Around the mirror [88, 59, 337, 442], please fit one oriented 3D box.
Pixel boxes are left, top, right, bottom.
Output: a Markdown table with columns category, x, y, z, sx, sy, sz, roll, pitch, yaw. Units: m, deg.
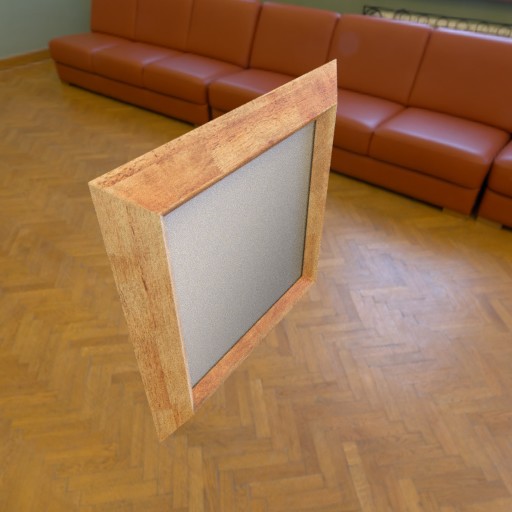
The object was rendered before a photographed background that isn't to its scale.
| category | x | y | z | sx | sy | sz | roll | pitch | yaw |
| --- | --- | --- | --- | --- | --- | --- | --- | --- | --- |
| mirror | 0.000 | 0.000 | 0.955 | 0.047 | 0.651 | 0.651 | 25 | 46 | 27 |
